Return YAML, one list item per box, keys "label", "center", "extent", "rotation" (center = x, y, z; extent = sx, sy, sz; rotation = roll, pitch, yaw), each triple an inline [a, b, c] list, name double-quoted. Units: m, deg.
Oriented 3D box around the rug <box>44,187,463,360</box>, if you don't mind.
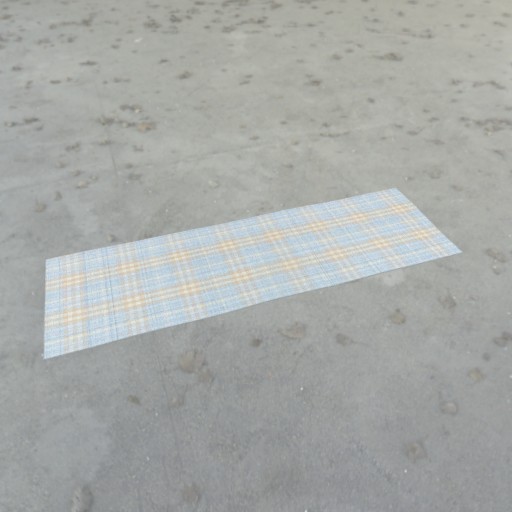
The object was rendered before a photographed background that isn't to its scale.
- label: "rug"
  center: [0.000, 0.000, 2.713]
  extent: [2.439, 0.013, 0.762]
  rotation: [-13, 44, -14]
